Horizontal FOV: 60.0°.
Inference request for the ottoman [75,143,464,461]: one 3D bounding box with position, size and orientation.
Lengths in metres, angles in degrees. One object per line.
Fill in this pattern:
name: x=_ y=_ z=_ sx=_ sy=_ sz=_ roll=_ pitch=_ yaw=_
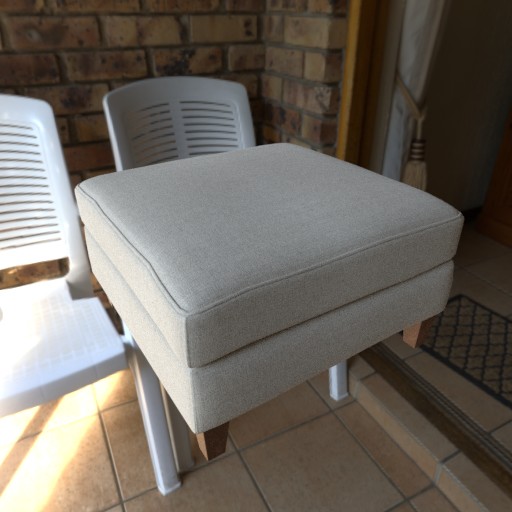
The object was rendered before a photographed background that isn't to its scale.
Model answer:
ottoman: x=0.000 y=0.000 z=1.361 sx=0.838 sy=0.503 sz=0.838 roll=-18 pitch=34 yaw=-28
